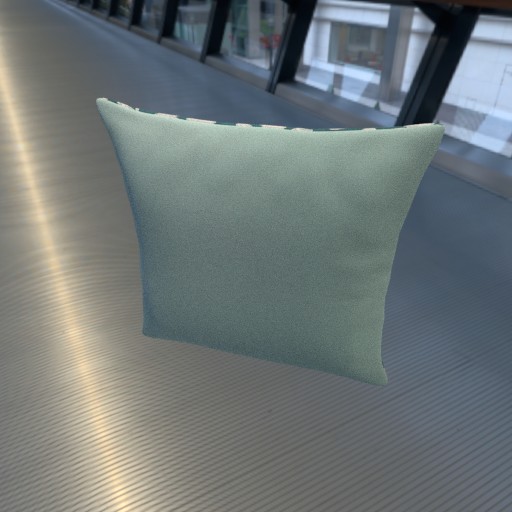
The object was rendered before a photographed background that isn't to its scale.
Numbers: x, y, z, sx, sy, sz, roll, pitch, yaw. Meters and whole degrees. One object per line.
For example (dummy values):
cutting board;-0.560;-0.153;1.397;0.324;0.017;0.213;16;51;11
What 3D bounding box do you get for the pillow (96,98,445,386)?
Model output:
pillow;0.000;0.000;0.782;0.525;0.508;0.166;9;33;13
